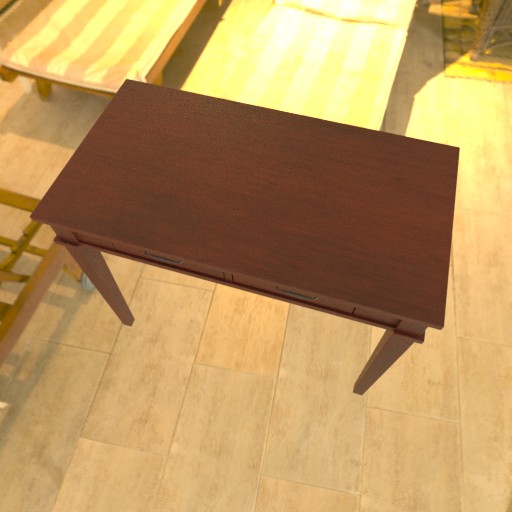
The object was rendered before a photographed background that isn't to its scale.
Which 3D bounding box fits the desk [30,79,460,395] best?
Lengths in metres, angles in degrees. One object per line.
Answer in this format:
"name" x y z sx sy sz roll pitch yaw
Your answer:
"desk" 0.000 0.000 1.477 1.001 0.762 0.549 15 60 9
